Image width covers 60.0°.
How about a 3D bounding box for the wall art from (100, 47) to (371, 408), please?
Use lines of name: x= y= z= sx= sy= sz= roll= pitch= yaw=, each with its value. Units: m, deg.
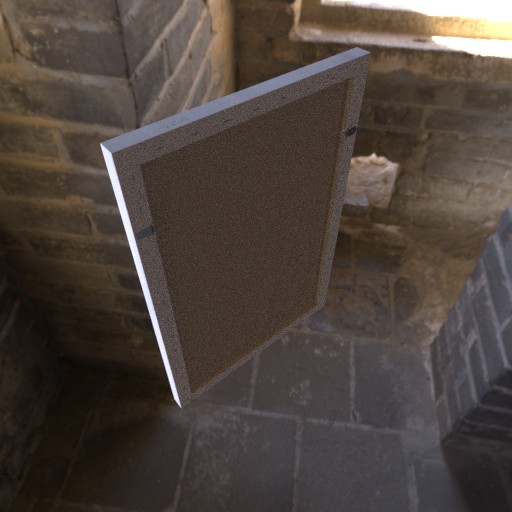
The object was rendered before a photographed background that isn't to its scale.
wall art: x=0.000 y=0.000 z=1.180 sx=0.624 sy=0.914 sz=0.043 roll=-31 pitch=54 yaw=-26
